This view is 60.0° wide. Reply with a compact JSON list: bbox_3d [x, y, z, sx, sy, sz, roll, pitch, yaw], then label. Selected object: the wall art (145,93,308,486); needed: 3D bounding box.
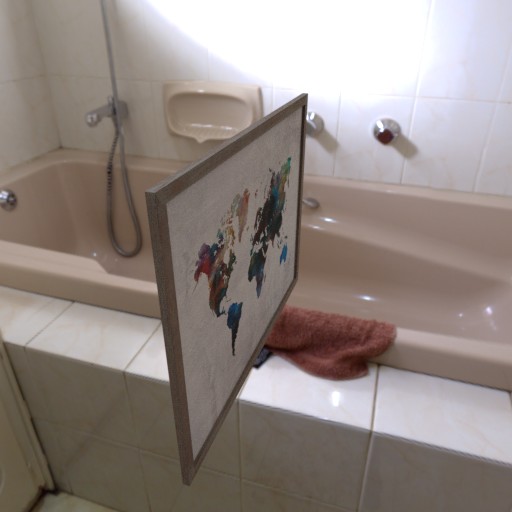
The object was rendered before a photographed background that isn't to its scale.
[{"bbox_3d":[0.000,0.000,1.328,0.019,0.774,1.012,10,31,17],"label":"wall art"}]
